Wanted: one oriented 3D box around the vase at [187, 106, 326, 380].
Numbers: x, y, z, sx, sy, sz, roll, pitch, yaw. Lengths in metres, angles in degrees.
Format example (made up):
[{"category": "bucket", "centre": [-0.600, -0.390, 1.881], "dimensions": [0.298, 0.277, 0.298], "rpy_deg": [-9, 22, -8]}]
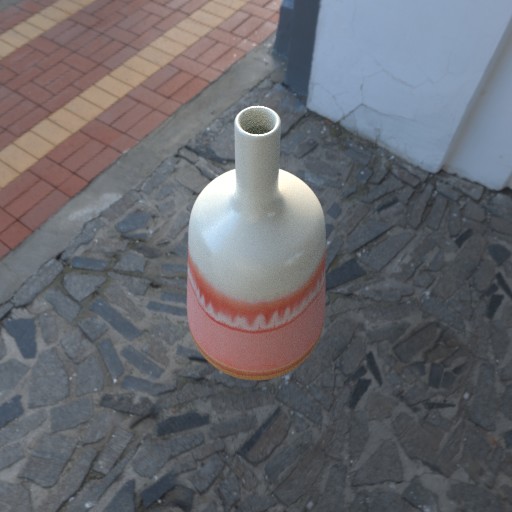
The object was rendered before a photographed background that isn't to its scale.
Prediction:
[{"category": "vase", "centre": [0.000, 0.000, 0.376], "dimensions": [0.144, 0.296, 0.144], "rpy_deg": [0, 59, 0]}]
